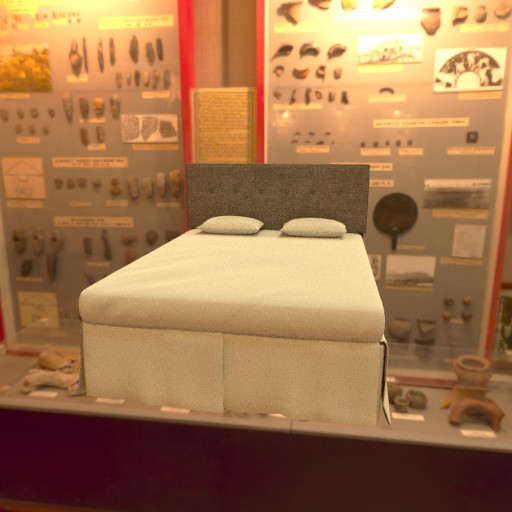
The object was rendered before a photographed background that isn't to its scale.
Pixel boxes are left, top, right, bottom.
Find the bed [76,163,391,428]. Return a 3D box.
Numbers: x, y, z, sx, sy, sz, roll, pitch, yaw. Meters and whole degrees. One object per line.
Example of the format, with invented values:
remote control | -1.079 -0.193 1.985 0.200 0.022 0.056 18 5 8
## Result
bed | 0.000 0.000 3.003 1.621 1.168 1.958 2 14 10
